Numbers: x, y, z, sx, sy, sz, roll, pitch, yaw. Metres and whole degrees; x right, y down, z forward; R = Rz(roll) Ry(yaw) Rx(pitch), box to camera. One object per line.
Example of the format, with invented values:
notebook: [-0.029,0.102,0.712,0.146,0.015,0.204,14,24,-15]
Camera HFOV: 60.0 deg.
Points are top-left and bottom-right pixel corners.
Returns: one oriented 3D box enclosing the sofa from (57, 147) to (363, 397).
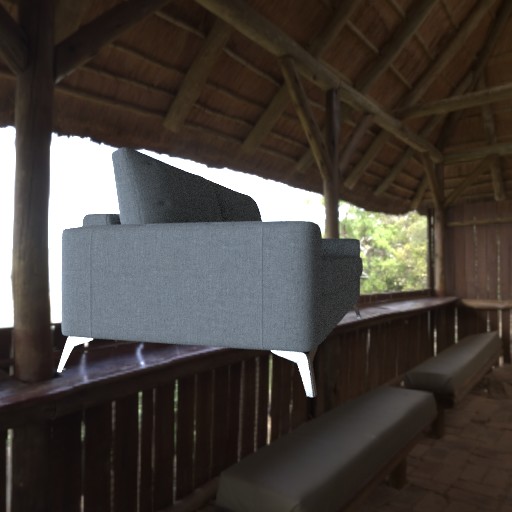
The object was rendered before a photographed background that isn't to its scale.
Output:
sofa: [0.000,0.000,2.144,0.920,0.790,1.650,0,0,18]
